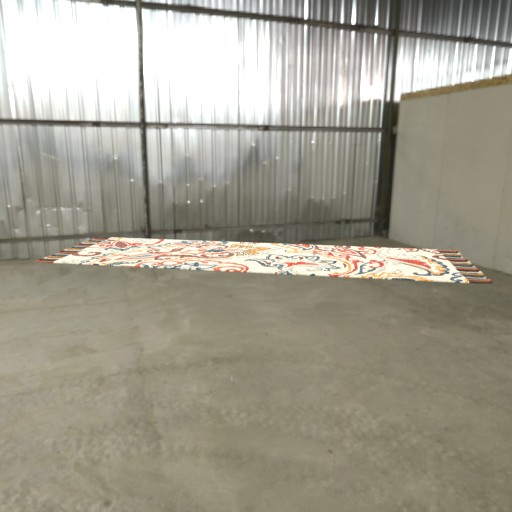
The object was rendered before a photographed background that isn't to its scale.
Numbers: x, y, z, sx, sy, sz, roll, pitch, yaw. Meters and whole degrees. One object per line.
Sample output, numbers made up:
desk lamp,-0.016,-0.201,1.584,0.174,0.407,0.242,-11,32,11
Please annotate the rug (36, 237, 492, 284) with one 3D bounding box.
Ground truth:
rug,0.000,0.000,2.923,2.682,0.015,0.763,2,14,9
